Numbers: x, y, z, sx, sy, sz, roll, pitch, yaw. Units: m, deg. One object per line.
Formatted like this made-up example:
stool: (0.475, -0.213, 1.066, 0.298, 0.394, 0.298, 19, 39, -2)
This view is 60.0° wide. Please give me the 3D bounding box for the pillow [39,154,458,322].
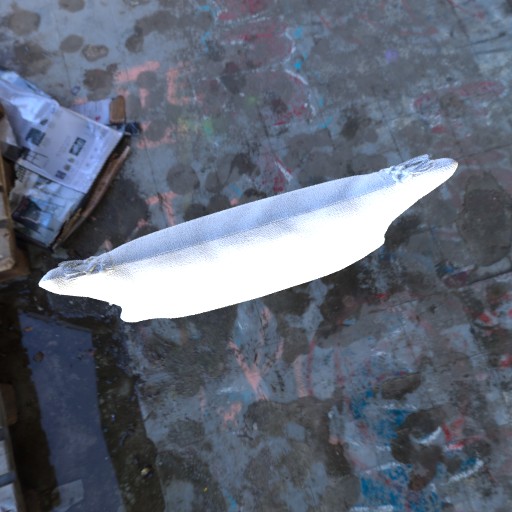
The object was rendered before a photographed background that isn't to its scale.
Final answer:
pillow: (0.000, 0.000, 0.609, 0.466, 0.305, 0.084, -17, 76, -4)
